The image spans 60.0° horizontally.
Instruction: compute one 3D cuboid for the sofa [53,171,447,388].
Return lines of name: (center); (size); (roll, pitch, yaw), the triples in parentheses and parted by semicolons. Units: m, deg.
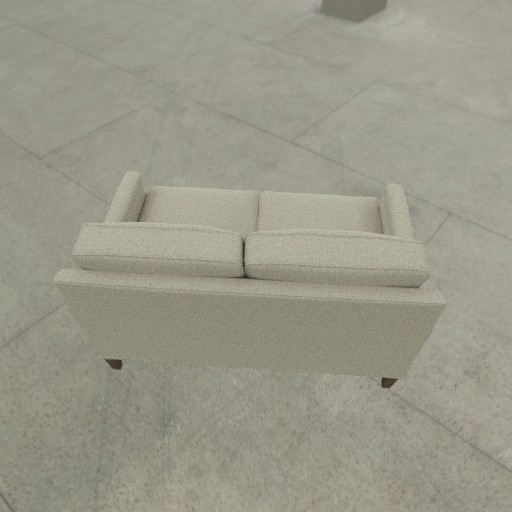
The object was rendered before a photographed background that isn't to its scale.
sofa: (0.000, 0.000, 2.288); (1.597, 1.003, 1.084); (3, 47, 3)
